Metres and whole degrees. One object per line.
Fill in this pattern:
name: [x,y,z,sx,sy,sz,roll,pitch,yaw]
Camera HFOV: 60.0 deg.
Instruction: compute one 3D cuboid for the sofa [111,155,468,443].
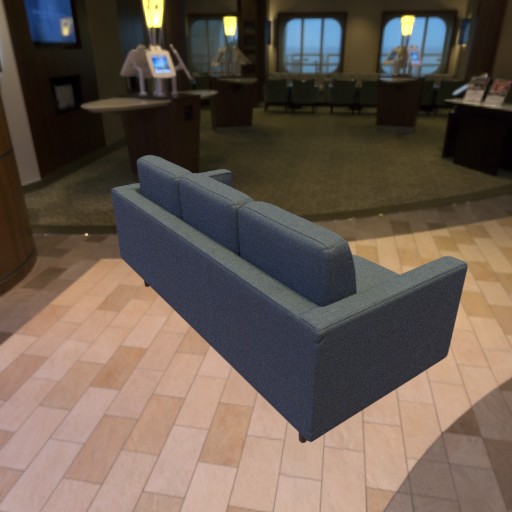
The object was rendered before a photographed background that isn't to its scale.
sofa: [0.000,0.000,2.543,0.935,0.945,2.013,-17,30,-32]
